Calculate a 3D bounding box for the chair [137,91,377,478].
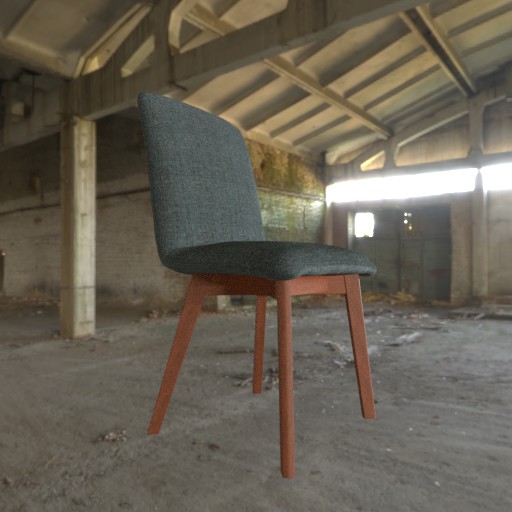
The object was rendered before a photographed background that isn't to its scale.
[{"bbox_3d":[0.000,0.000,1.310,0.563,0.974,0.522,-1,-1,37],"label":"chair"}]
